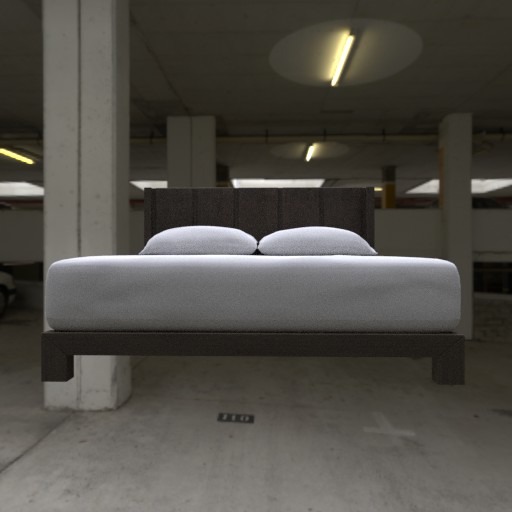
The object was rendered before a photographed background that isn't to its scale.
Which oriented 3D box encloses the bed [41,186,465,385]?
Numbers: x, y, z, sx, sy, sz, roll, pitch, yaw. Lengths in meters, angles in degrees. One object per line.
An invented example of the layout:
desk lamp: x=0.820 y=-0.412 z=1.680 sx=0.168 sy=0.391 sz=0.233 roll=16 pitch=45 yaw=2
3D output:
bed: x=0.000 y=0.000 z=3.224 sx=2.134 sy=1.270 sz=2.012 roll=0 pitch=0 yaw=1
